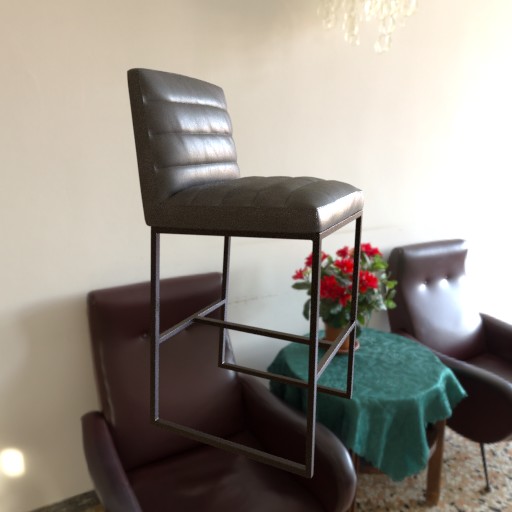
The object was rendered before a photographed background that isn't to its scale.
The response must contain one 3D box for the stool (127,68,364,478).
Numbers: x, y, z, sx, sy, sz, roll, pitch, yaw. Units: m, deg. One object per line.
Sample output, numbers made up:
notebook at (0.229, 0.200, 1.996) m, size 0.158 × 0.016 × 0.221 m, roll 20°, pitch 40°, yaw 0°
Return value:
stool at (0.000, 0.000, 1.355) m, size 0.562 × 1.065 × 0.463 m, roll 7°, pitch 16°, yaw 25°
